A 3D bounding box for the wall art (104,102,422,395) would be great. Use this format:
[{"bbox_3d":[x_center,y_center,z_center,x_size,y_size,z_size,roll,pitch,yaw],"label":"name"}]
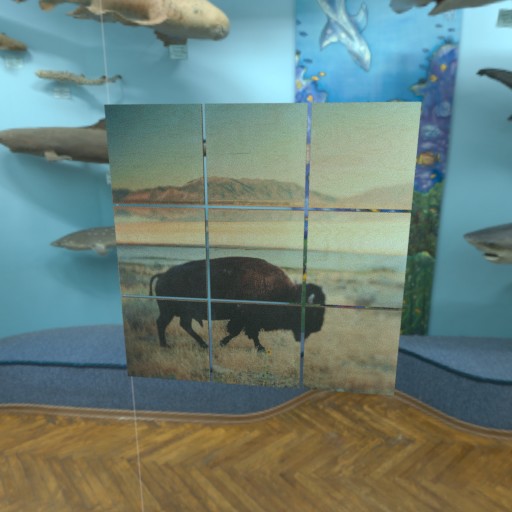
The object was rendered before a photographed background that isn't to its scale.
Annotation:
[{"bbox_3d":[0.000,0.000,1.386,0.906,0.904,0.018,2,16,7],"label":"wall art"}]
